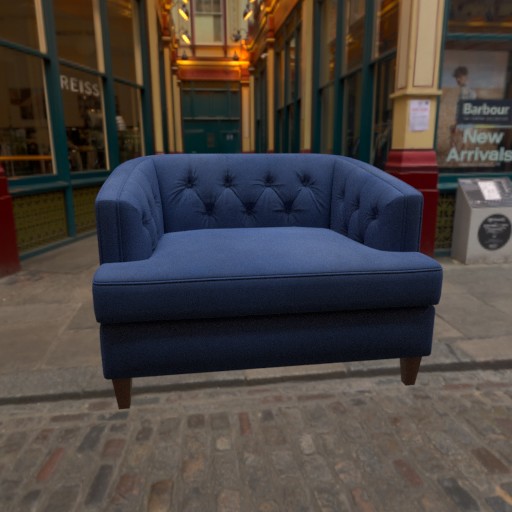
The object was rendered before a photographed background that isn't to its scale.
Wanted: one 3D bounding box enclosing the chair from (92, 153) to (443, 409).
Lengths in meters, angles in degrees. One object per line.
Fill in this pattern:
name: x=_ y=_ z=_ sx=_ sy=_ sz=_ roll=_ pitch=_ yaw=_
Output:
chair: x=0.000 y=0.000 z=1.785 sx=1.118 sy=0.787 sz=0.914 roll=-2 pitch=14 yaw=-8
